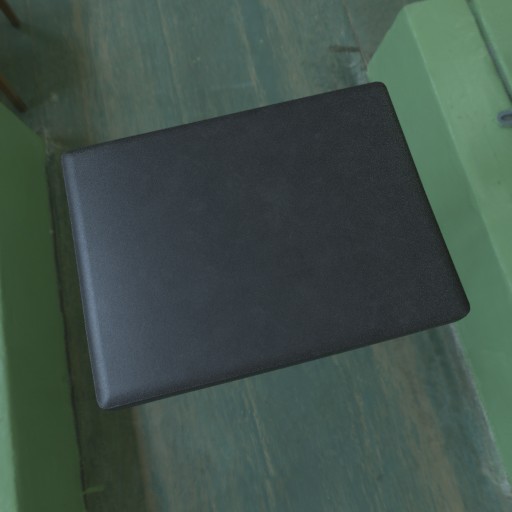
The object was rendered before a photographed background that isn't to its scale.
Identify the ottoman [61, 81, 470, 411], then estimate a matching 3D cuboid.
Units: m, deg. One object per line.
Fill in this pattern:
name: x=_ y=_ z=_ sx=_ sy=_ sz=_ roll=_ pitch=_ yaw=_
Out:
ottoman: x=0.000 y=0.000 z=1.168 sx=0.795 sy=0.498 sz=0.590 roll=-14 pitch=75 yaw=-4
